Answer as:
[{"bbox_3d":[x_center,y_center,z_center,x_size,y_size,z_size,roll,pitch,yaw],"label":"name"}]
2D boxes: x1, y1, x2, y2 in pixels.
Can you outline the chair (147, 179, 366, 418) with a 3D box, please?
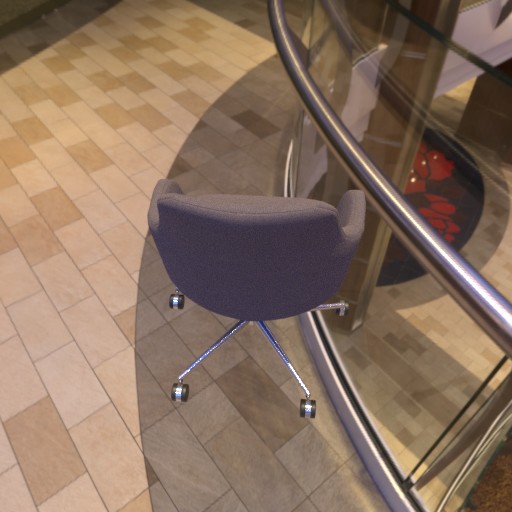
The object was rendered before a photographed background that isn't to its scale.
[{"bbox_3d":[0.000,0.000,1.289,0.655,0.820,0.600,4,47,4],"label":"chair"}]
